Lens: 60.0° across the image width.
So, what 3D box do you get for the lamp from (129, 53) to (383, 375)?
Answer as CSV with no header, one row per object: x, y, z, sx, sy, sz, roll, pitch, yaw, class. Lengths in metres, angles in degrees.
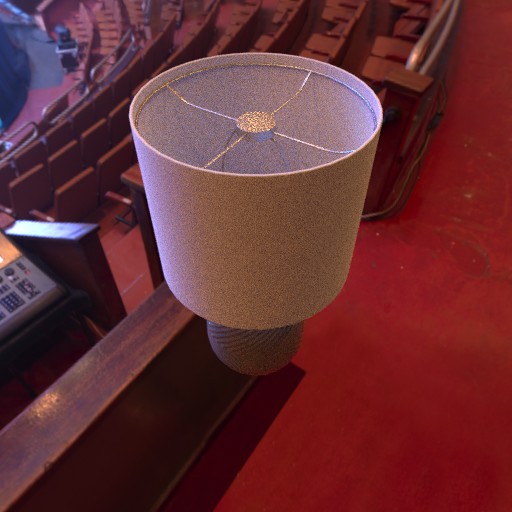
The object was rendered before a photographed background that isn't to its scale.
0.000,0.000,0.498,0.207,0.366,0.207,25,51,22,lamp
